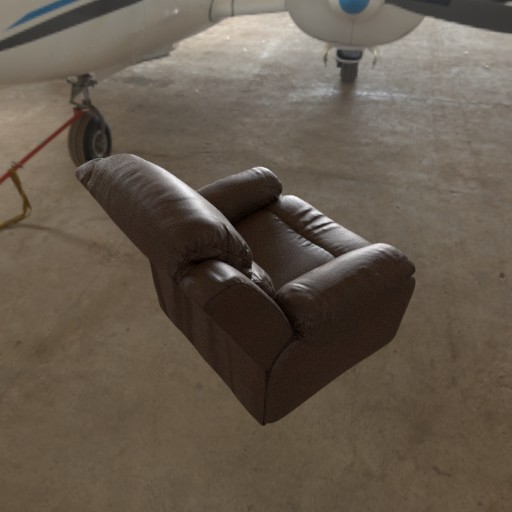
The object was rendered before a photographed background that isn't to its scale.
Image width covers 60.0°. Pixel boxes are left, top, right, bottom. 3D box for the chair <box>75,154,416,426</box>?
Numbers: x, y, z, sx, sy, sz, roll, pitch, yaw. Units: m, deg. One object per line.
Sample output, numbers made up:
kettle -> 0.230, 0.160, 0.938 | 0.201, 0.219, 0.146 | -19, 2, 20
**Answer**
chair -> 0.000, 0.000, 1.262 | 0.707, 0.702, 0.680 | -27, 47, -28
